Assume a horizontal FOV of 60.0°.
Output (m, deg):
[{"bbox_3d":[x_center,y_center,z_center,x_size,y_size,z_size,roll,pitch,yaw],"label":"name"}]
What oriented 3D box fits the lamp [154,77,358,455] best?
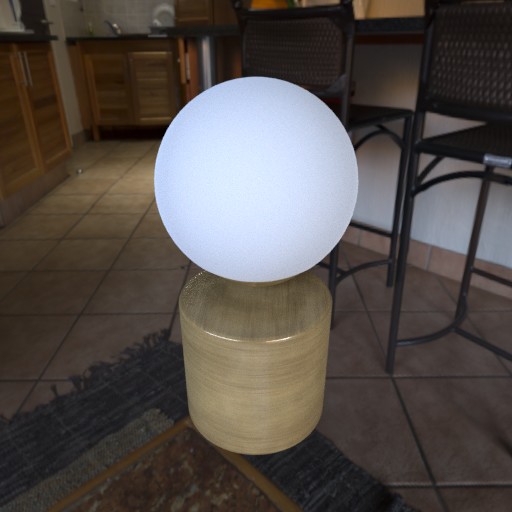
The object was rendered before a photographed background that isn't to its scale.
[{"bbox_3d":[0.000,0.000,0.335,0.141,0.250,0.152,1,27,2],"label":"lamp"}]
